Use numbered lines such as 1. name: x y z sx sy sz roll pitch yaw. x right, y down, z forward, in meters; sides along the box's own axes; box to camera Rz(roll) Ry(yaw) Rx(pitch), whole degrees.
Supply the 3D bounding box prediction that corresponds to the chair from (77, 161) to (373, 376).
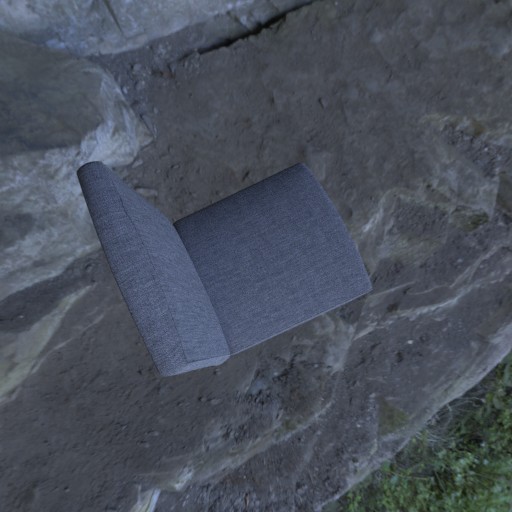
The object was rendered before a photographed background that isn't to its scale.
1. chair: 0.000 0.000 1.254 0.580 0.917 0.451 -25 78 -6
